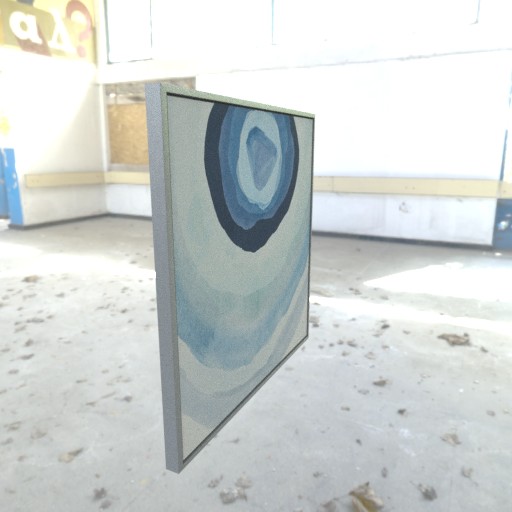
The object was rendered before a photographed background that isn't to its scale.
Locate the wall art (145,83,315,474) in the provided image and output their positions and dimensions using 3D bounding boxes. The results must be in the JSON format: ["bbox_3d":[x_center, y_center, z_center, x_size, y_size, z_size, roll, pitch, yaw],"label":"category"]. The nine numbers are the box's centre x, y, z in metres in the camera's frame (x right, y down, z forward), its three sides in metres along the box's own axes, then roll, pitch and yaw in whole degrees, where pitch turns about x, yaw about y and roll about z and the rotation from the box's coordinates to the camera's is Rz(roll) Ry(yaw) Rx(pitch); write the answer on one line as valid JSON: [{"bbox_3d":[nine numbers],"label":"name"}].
[{"bbox_3d":[0.000,0.000,1.235,0.038,0.807,0.809,7,15,26],"label":"wall art"}]
